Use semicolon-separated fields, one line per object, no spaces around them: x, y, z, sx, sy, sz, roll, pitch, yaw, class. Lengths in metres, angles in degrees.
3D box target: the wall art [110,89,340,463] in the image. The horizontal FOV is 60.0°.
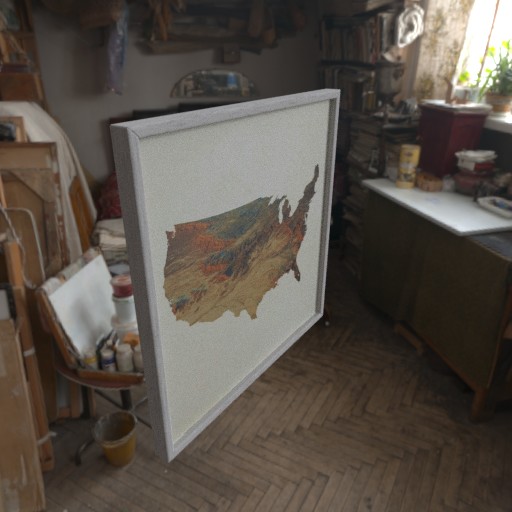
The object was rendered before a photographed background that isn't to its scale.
0.000;0.000;1.953;0.078;1.288;1.287;17;31;32;wall art
